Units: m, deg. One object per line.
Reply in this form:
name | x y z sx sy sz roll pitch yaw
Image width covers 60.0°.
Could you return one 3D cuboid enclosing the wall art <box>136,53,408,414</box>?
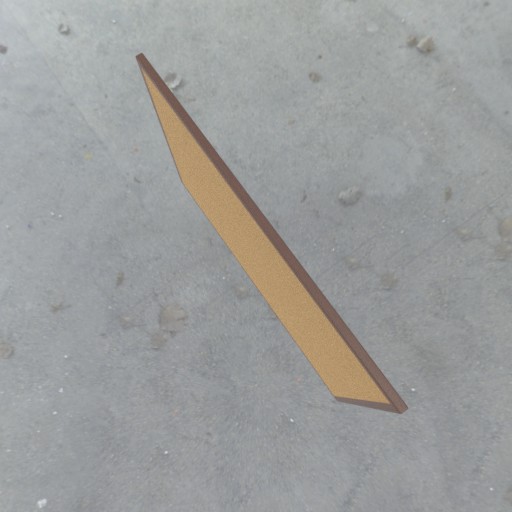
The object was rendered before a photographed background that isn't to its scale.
wall art | 0.000 0.000 0.854 0.014 0.455 0.660 -34 77 -9
